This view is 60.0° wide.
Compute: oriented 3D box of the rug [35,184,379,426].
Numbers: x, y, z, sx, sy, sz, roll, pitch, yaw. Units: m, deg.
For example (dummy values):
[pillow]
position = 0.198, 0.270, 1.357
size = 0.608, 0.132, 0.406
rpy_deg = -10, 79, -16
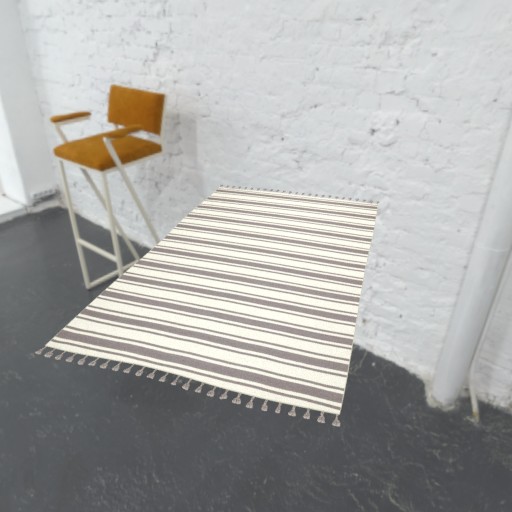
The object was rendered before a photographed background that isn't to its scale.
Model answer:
[rug]
position = 0.000, 0.000, 2.498
size = 1.229, 0.011, 2.096
rpy_deg = 9, 30, 15
